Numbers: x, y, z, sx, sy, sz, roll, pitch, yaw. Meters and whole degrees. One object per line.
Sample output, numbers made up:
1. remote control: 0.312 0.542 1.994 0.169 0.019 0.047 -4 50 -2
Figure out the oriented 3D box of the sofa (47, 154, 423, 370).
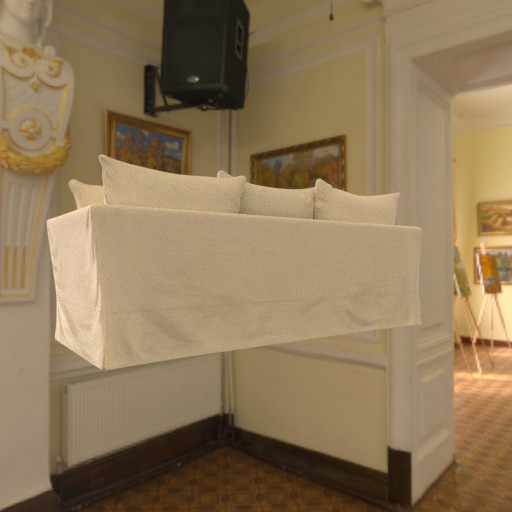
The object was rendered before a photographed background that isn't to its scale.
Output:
1. sofa: 0.000 0.000 3.062 2.484 1.042 1.030 0 -1 -36
